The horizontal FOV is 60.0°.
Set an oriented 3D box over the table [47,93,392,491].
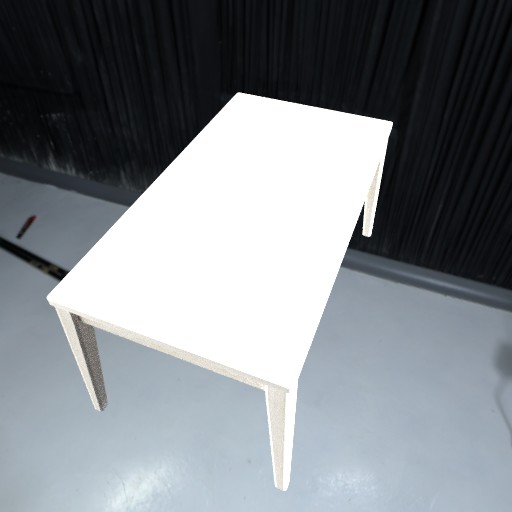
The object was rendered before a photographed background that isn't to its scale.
[{"bbox_3d":[0.000,0.000,2.085,0.900,0.760,1.600,16,48,15],"label":"table"}]
